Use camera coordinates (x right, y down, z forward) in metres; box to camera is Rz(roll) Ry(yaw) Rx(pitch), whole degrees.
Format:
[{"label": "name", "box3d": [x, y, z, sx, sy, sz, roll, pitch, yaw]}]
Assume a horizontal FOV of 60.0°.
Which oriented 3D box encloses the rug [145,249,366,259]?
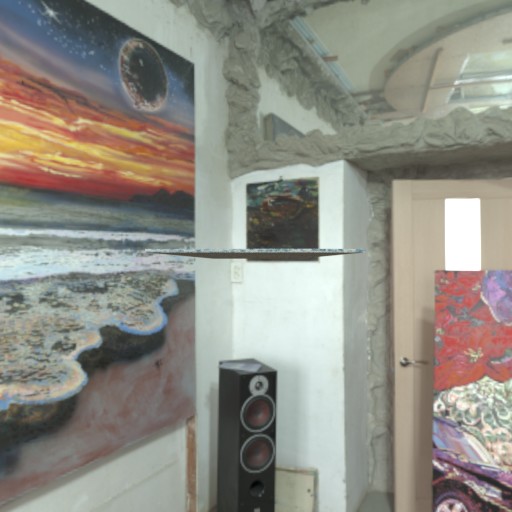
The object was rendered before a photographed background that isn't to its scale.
[{"label": "rug", "box3d": [0.000, 0.000, 2.750, 0.770, 0.013, 2.434, 0, -1, 0]}]
